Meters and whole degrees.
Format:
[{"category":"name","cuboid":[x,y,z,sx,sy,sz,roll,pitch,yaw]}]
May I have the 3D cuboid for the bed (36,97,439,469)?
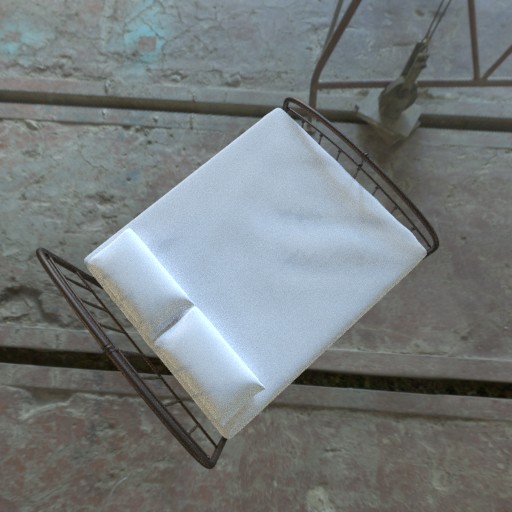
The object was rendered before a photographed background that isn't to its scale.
[{"category":"bed","cuboid":[0.000,0.000,3.220,2.180,1.425,1.711,-40,79,-10]}]
